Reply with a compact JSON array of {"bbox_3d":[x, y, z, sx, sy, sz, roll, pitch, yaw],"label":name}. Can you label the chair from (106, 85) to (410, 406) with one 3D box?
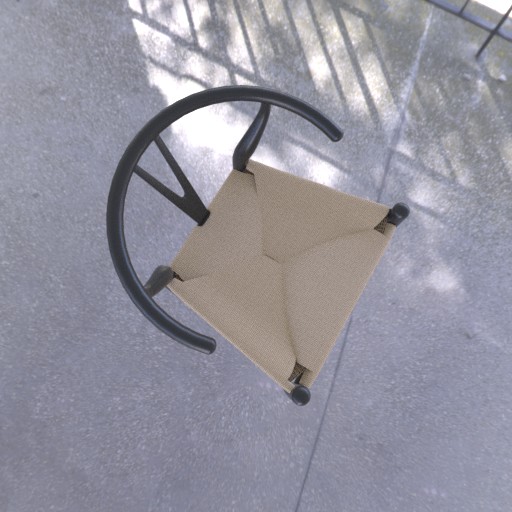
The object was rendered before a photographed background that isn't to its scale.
[{"bbox_3d":[0.000,0.000,1.188,0.570,0.739,0.570,30,78,7],"label":"chair"}]
